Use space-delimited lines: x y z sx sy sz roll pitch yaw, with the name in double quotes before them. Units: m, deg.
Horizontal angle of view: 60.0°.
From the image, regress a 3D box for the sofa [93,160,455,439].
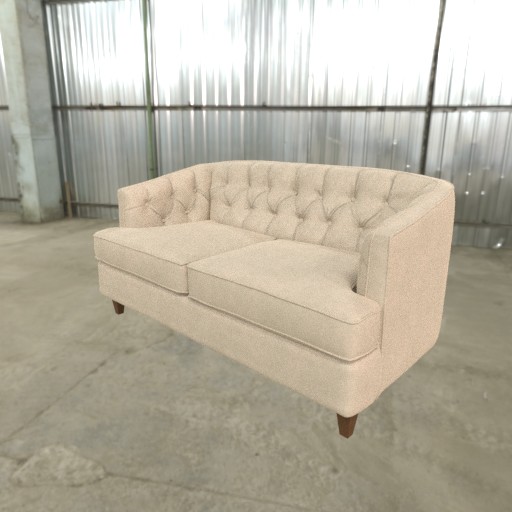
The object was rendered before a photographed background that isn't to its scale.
"sofa" 0.000 0.000 2.248 1.731 0.878 0.940 15 22 42
